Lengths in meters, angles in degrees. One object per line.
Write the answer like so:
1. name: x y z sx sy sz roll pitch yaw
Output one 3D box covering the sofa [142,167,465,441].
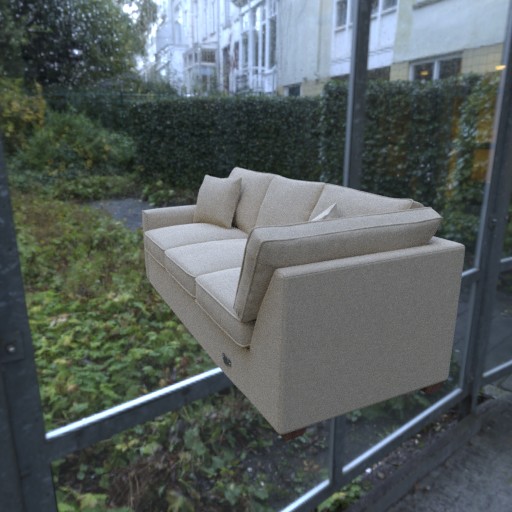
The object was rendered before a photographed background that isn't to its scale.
1. sofa: 0.000 0.000 2.894 1.061 0.962 2.317 -8 18 -26
